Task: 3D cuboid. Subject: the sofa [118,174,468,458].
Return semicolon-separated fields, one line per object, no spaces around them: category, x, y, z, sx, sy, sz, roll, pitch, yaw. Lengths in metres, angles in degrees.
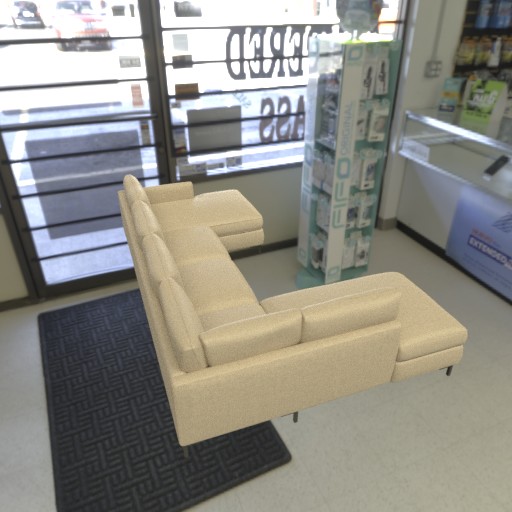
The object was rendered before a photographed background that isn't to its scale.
sofa;0.000;0.000;3.601;1.879;0.756;2.737;-11;32;-18
